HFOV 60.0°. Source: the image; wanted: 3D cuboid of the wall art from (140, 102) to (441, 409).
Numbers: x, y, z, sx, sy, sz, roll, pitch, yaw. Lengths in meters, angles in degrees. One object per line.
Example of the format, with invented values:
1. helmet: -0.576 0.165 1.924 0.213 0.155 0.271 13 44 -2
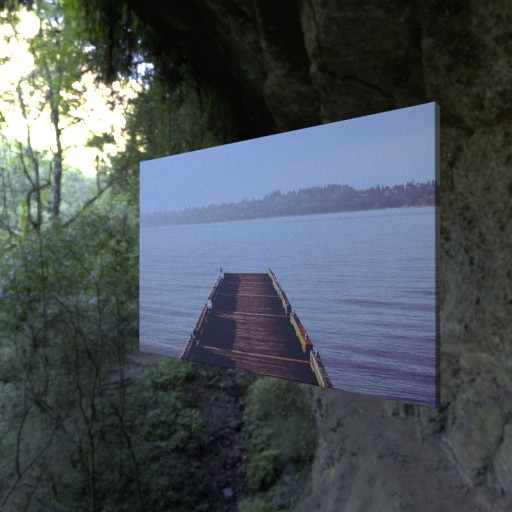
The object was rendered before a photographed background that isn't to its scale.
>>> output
1. wall art: 0.000 0.000 1.461 1.149 0.765 0.040 0 0 37
